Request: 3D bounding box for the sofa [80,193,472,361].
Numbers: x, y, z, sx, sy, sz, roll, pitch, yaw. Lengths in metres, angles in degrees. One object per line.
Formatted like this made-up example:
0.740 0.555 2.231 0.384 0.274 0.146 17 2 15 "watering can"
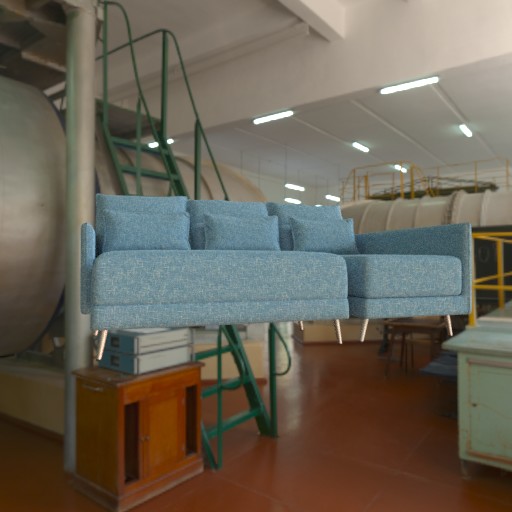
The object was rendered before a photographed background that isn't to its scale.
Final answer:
0.000 0.000 2.763 2.034 0.899 1.420 0 -1 -18 "sofa"
